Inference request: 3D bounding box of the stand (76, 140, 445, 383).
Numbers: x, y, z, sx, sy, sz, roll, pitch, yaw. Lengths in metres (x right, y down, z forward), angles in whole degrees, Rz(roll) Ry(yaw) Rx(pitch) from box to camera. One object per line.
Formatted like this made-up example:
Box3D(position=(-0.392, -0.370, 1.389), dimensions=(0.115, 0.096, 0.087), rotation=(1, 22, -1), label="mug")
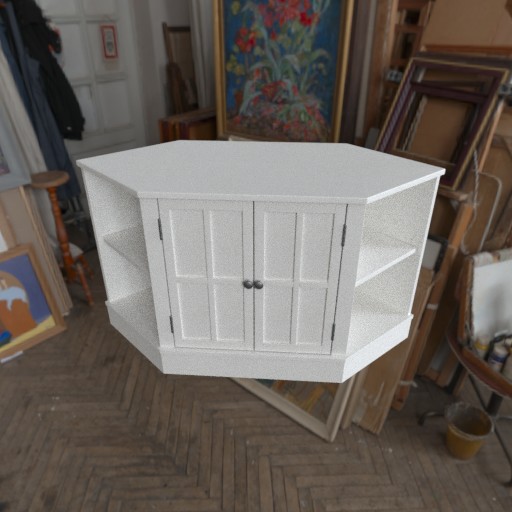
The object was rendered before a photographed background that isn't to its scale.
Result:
Box3D(position=(0.000, 0.000, 1.436), dimensions=(1.072, 0.614, 0.477), rotation=(2, 30, 4), label="stand")
